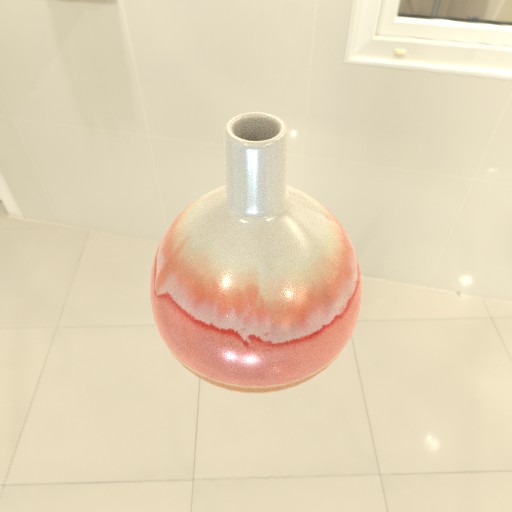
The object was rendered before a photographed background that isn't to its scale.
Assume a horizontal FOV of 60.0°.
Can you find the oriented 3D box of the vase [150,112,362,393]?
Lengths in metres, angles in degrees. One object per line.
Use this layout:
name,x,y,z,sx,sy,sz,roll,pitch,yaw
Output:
vase,0.000,0.000,0.272,0.137,0.176,0.137,0,46,0
